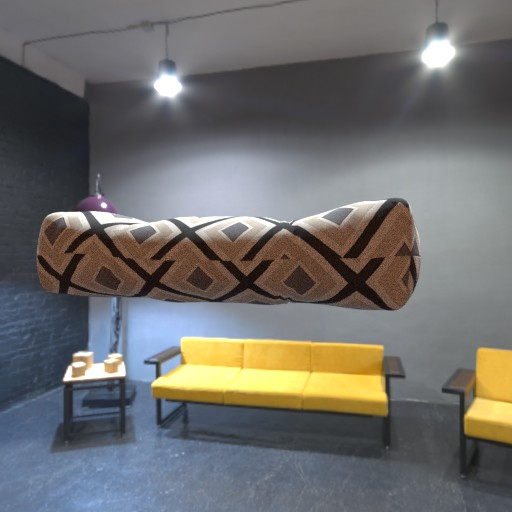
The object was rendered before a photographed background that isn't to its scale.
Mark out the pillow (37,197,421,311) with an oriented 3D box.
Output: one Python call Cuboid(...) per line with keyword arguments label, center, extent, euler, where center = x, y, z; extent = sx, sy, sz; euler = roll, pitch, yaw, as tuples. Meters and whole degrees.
Cuboid(label="pillow", center=(0.000, 0.000, 0.730), extent=(0.490, 0.128, 0.468), euler=(0, 0, 17))
